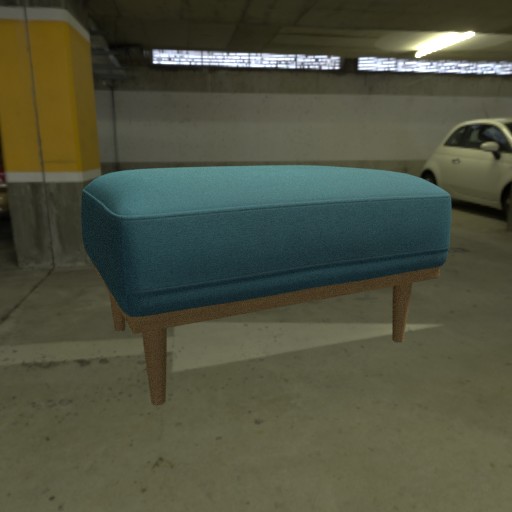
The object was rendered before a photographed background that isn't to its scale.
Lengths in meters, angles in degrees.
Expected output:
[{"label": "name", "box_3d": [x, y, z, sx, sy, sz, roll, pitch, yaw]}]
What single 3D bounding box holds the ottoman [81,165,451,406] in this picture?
[{"label": "ottoman", "box_3d": [0.000, 0.000, 1.089, 0.749, 0.428, 0.549, -7, 15, -26]}]
